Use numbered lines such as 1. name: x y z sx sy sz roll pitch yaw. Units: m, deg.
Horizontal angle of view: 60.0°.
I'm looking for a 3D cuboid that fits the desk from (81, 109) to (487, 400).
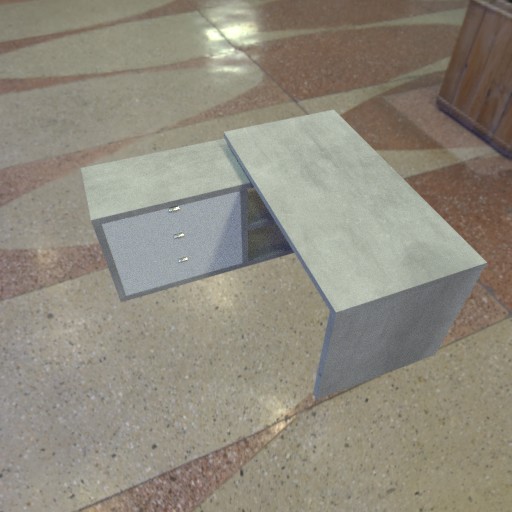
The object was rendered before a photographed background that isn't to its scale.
1. desk: 0.000 0.000 2.355 1.500 0.740 1.400 -16 49 -14
